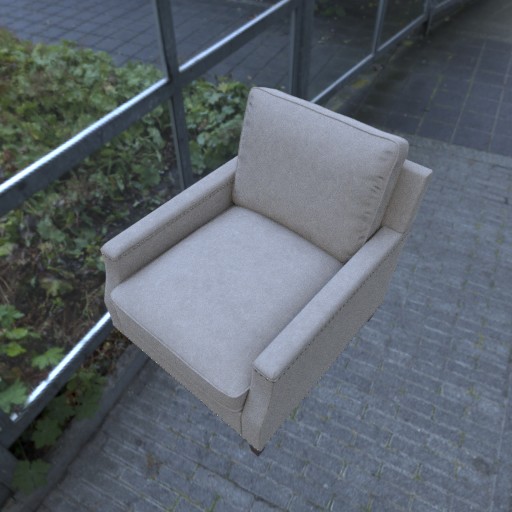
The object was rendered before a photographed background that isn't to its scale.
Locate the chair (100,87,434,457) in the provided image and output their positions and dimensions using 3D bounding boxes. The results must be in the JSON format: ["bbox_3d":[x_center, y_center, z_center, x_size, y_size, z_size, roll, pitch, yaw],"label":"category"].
[{"bbox_3d":[0.000,0.000,1.763,0.853,0.943,1.014,32,54,26],"label":"chair"}]
